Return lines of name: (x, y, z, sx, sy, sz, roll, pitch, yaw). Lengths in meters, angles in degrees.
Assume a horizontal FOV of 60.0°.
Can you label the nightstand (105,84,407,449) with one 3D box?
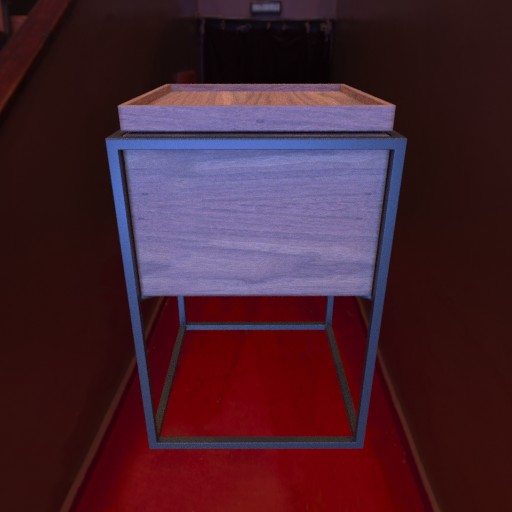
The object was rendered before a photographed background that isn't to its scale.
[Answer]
nightstand: (0.000, 0.000, 0.873, 0.397, 0.607, 0.397, 0, 25, 0)
